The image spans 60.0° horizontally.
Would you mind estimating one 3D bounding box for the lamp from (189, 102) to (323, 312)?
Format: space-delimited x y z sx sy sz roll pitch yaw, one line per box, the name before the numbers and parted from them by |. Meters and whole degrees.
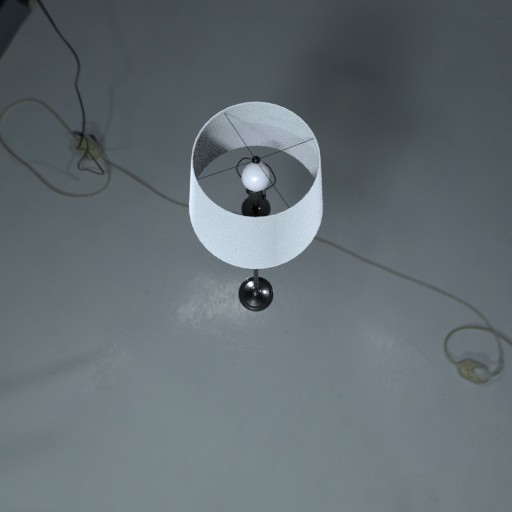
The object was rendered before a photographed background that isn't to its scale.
lamp | 0.000 0.000 1.776 0.379 1.623 0.379 0 74 0
